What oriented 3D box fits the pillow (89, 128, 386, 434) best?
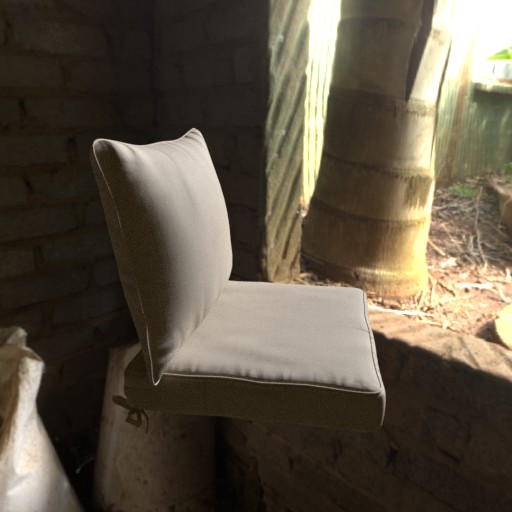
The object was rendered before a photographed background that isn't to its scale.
[{"bbox_3d":[0.000,0.000,1.332,0.733,0.716,0.798,3,18,9],"label":"pillow"}]
